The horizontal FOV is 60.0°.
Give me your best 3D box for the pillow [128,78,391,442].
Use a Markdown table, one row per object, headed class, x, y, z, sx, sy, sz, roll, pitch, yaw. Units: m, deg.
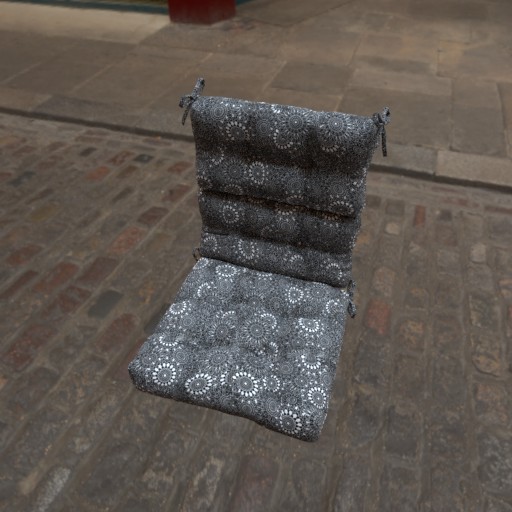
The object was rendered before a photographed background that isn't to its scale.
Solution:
| class | x | y | z | sx | sy | sz | roll | pitch | yaw |
| --- | --- | --- | --- | --- | --- | --- | --- | --- | --- |
| pillow | 0.000 | 0.000 | 1.059 | 0.519 | 0.605 | 0.571 | 12 | 44 | 13 |
